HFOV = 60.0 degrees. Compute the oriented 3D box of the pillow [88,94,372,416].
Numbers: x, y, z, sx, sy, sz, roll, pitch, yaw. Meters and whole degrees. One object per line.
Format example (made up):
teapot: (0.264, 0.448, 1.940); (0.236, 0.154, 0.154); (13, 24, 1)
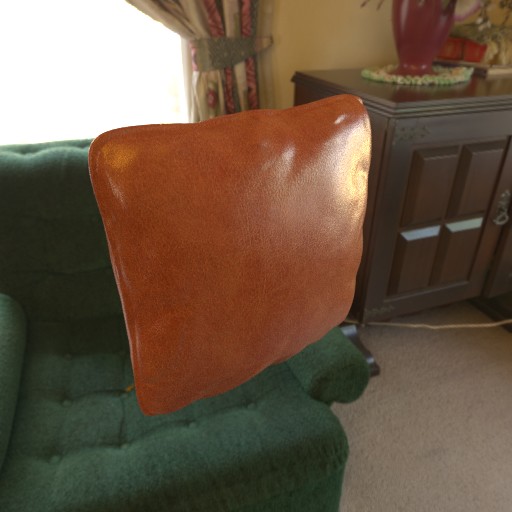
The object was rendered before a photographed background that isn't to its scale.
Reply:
pillow: (0.000, 0.000, 0.813); (0.532, 0.523, 0.236); (-20, 35, -32)
